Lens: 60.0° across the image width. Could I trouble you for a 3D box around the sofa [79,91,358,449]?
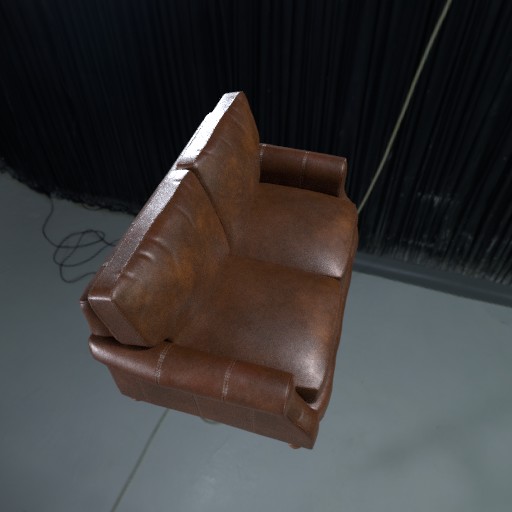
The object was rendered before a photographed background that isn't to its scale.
[{"bbox_3d":[0.000,0.000,2.232,0.990,0.976,1.616,12,48,11],"label":"sofa"}]
